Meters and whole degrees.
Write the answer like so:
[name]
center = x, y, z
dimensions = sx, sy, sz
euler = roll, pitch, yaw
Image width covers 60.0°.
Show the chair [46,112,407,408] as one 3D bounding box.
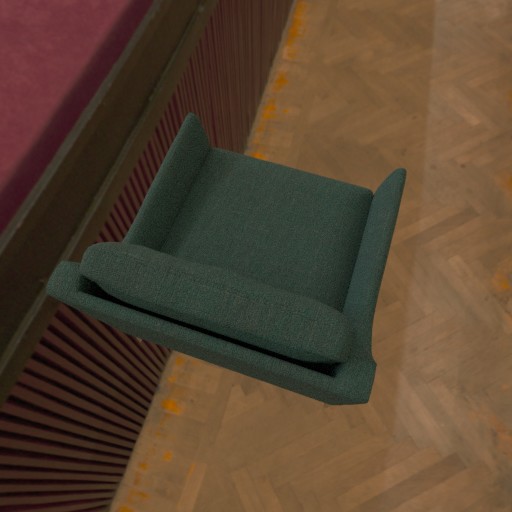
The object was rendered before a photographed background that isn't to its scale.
[chair]
center = 0.000, 0.000, 1.506
dimensions = 0.847, 0.828, 0.849
euler = 17, 64, 8
